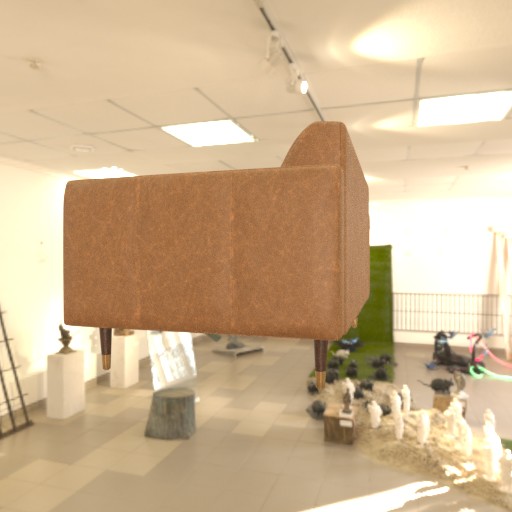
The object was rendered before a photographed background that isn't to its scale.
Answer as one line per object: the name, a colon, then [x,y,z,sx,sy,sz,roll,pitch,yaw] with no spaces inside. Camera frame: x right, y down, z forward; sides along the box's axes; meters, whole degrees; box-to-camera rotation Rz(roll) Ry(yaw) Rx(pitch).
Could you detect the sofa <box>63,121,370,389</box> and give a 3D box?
sofa: [0.000,0.000,2.073,0.960,0.820,1.549,0,0,17]
